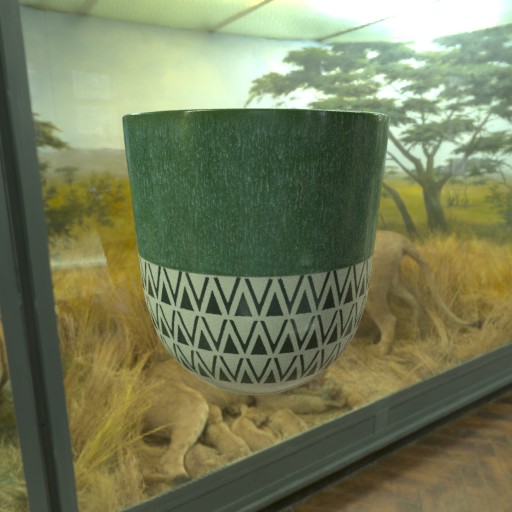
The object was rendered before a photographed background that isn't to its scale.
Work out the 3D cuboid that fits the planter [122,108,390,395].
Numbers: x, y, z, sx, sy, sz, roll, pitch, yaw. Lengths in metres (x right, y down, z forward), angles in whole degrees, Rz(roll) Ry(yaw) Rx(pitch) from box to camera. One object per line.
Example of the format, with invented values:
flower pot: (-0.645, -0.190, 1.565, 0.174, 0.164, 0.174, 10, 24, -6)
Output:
planter: (0.000, 0.000, 0.361, 0.195, 0.214, 0.195, 0, 14, 0)
